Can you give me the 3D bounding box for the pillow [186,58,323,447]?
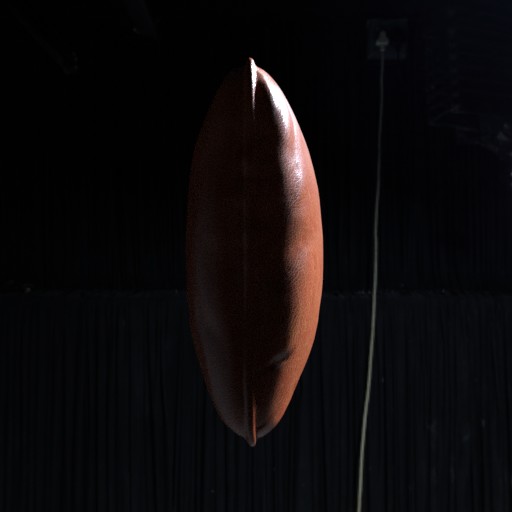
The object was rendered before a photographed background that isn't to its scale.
[{"bbox_3d":[0.000,0.000,0.825,0.236,0.523,0.532,0,-2,1],"label":"pillow"}]
